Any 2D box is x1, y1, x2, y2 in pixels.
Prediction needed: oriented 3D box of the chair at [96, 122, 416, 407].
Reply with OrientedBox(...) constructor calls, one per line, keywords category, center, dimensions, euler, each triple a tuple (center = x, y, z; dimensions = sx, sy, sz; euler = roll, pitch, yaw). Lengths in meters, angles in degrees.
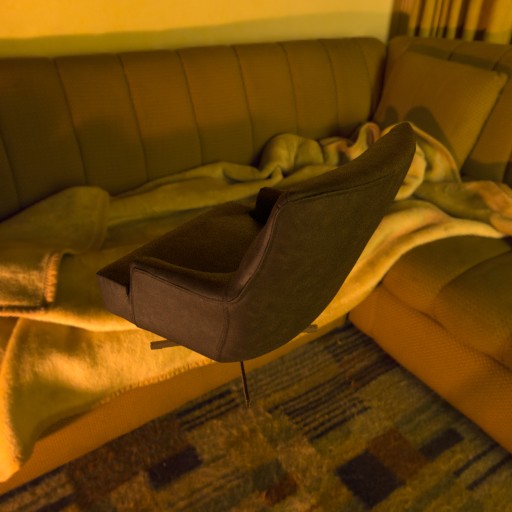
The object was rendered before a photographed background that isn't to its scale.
OrientedBox(category="chair", center=(0.000, 0.000, 1.512), dimensions=(0.874, 0.870, 0.738), euler=(21, 37, 30))
